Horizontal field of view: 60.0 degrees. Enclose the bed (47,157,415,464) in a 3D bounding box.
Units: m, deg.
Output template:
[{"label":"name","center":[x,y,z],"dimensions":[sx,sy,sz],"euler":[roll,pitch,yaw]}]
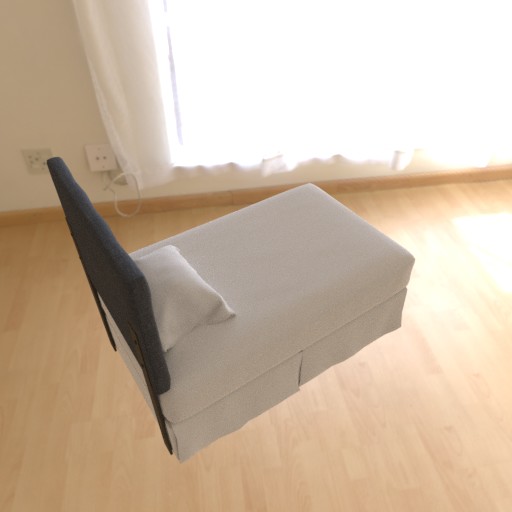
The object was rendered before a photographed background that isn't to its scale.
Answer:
[{"label":"bed","center":[0.000,0.000,2.962],"dimensions":[1.997,1.571,1.261],"euler":[-25,48,-25]}]
